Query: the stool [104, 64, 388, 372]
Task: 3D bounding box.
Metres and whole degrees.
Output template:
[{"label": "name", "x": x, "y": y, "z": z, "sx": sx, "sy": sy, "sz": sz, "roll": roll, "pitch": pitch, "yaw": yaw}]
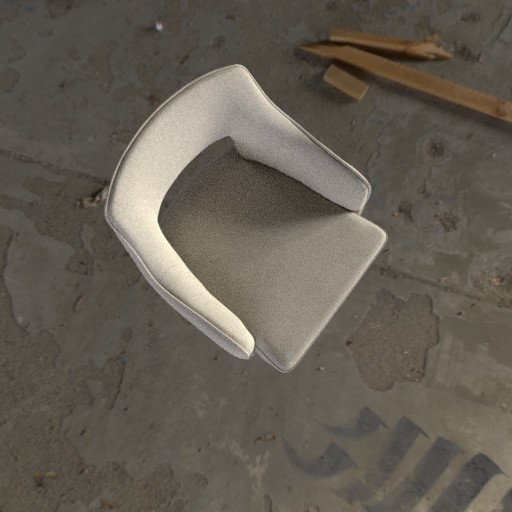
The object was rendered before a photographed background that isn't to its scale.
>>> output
[{"label": "stool", "x": 0.000, "y": 0.000, "z": 1.356, "sx": 0.560, "sy": 1.041, "sz": 0.550, "roll": 37, "pitch": 79, "yaw": 9}]
